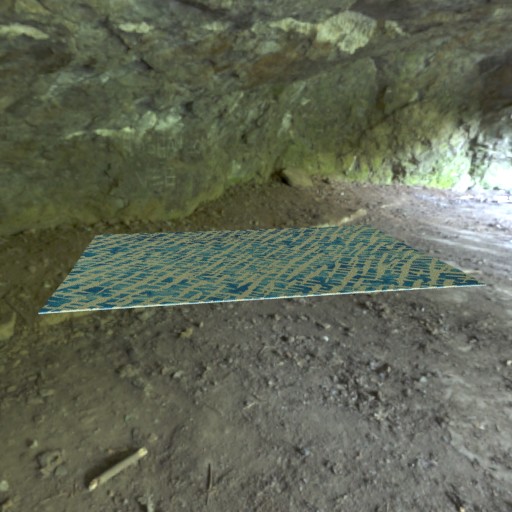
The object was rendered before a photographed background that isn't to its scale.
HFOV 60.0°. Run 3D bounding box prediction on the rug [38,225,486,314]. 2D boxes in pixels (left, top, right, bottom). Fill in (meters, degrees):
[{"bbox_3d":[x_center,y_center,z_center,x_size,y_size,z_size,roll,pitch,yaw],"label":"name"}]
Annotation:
[{"bbox_3d":[0.000,0.000,2.346,1.830,0.011,1.209,-3,17,-9],"label":"rug"}]
